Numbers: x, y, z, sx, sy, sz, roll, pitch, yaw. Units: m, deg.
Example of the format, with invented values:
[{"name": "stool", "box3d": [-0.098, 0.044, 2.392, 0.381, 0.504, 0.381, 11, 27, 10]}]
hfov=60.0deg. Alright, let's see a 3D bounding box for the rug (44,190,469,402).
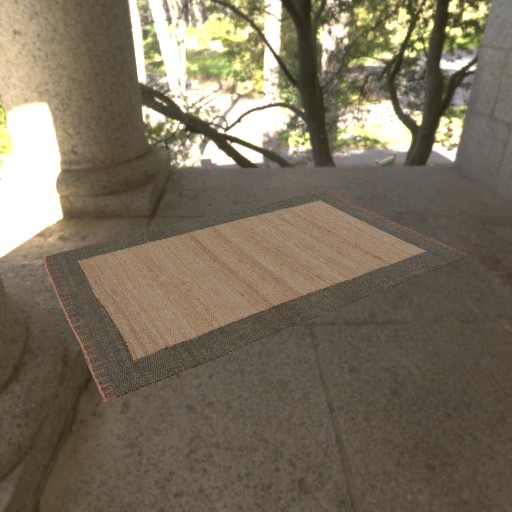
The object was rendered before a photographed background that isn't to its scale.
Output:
[{"name": "rug", "box3d": [0.000, 0.000, 2.947, 2.435, 0.006, 1.521, -16, 32, -28]}]
